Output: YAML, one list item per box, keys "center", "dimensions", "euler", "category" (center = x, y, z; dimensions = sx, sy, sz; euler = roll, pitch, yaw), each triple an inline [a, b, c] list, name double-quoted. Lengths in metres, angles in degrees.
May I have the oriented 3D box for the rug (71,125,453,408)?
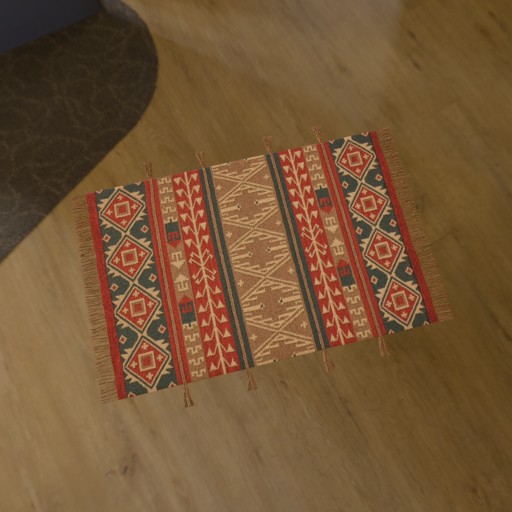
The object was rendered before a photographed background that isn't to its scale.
- center: [0.000, 0.000, 2.584]
  dimensions: [2.025, 0.040, 1.469]
  euler: [-13, 76, -3]
  category: "rug"
